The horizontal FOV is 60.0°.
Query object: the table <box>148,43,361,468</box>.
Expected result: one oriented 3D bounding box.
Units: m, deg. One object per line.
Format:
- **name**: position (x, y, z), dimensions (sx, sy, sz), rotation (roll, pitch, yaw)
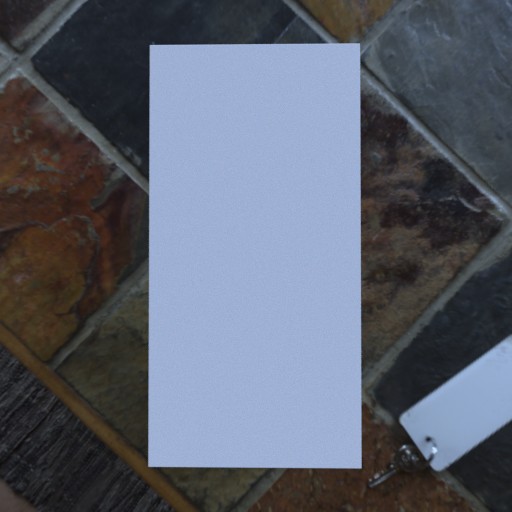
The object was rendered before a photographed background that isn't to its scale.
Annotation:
- **table**: position (0.000, 0.000, 1.266), dimensions (0.500, 0.441, 1.000), rotation (0, 89, 1)
